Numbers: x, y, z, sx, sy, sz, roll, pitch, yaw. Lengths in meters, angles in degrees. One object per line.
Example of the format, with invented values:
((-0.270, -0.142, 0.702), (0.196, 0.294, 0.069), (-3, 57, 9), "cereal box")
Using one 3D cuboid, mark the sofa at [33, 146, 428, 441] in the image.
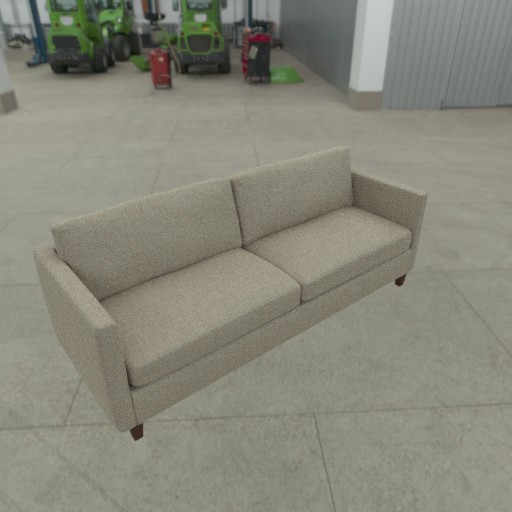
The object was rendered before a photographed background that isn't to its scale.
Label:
((0.000, 0.000, 2.899), (2.434, 0.965, 0.951), (-22, 36, -33), "sofa")
